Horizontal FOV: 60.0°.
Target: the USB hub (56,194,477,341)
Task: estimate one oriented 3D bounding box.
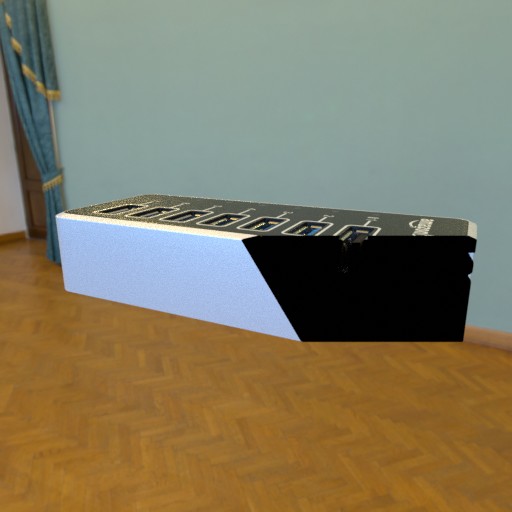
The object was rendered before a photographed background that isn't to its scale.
[{"bbox_3d":[0.000,0.000,0.125,0.110,0.023,0.044,8,18,25],"label":"USB hub"}]
